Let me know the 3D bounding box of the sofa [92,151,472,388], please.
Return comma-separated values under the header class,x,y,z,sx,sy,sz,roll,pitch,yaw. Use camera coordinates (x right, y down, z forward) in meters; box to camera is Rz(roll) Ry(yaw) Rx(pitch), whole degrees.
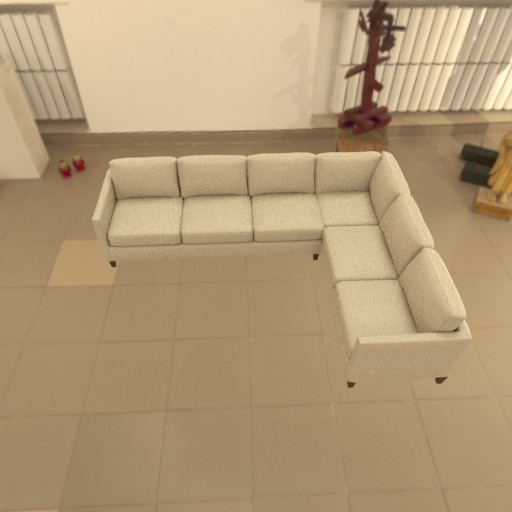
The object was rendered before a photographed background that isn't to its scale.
class,x,y,z,sx,sy,sz,roll,pitch,yaw
sofa,0.000,0.000,4.450,3.333,0.934,2.522,-2,46,-2
